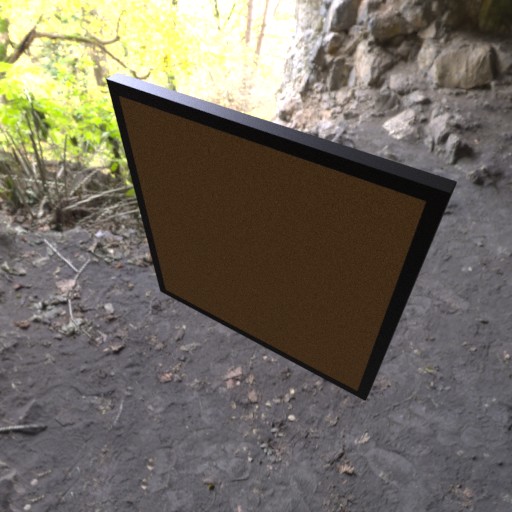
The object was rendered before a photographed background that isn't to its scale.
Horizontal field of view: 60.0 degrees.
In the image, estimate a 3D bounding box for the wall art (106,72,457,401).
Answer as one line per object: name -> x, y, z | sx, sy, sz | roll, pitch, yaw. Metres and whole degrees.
wall art -> 0.000, 0.000, 1.144 | 0.765, 0.765, 0.038 | 24, 52, 21
